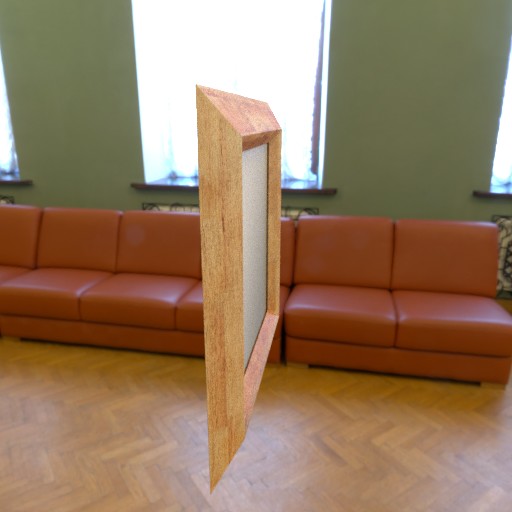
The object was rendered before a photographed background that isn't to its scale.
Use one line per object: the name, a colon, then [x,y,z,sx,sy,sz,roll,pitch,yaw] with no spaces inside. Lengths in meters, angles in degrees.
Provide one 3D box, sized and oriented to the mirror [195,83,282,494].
mirror: [0.000,0.000,0.956,0.047,0.651,0.651,3,17,9]
